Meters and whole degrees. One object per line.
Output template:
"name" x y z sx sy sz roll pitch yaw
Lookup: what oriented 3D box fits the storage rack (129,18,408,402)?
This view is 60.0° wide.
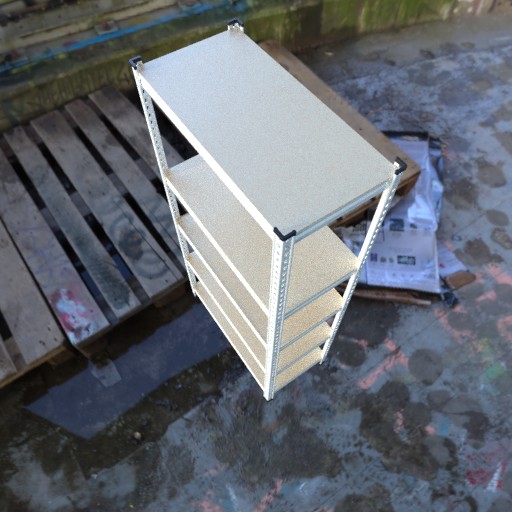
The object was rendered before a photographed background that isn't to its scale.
"storage rack" 0.000 0.000 2.203 0.457 1.829 0.914 -31 63 -17
